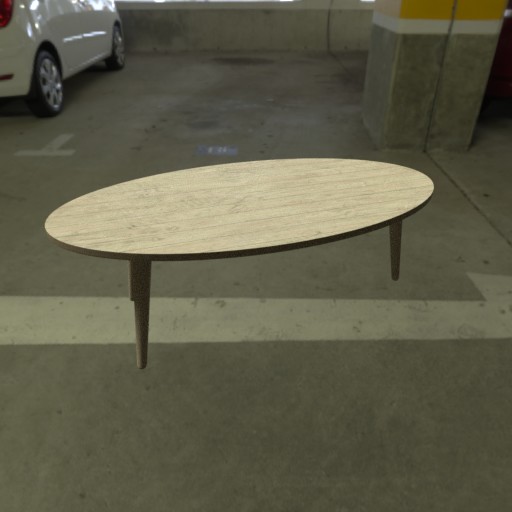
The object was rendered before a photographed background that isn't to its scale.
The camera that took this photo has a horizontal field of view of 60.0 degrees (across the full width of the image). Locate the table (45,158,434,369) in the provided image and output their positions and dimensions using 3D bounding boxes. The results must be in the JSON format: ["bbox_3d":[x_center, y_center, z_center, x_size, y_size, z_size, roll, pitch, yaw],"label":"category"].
[{"bbox_3d":[0.000,0.000,1.326,1.083,0.390,0.542,-9,33,-15],"label":"table"}]
